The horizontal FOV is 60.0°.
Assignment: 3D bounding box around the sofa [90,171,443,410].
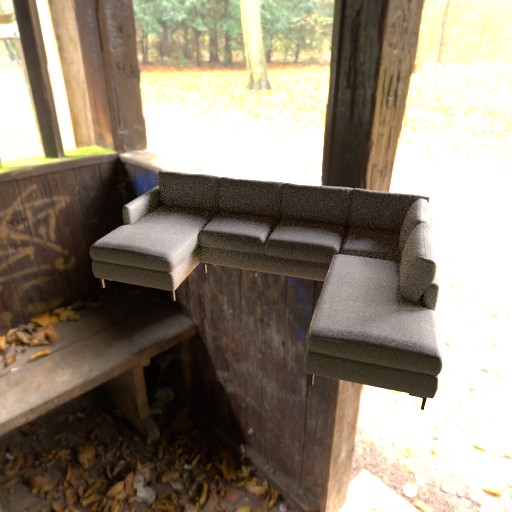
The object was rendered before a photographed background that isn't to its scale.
[{"bbox_3d":[0.000,0.000,3.557,2.737,0.756,1.879,8,28,16],"label":"sofa"}]
